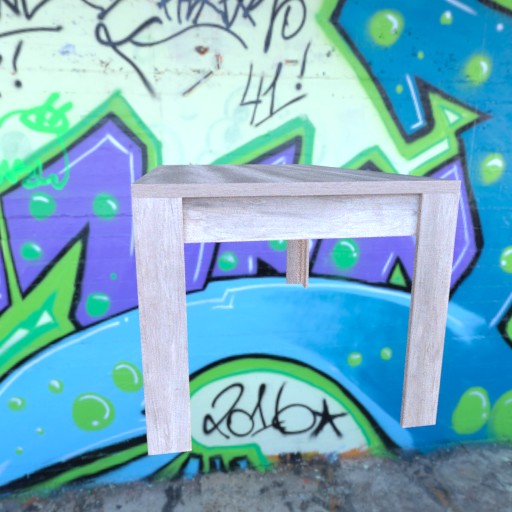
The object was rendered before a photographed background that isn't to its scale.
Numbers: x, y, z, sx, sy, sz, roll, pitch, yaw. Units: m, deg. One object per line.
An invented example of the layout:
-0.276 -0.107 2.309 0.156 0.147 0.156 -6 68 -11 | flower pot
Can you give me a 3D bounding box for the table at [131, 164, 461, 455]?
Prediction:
0.000 0.000 2.030 0.900 0.775 1.600 -2 13 -9 | table
